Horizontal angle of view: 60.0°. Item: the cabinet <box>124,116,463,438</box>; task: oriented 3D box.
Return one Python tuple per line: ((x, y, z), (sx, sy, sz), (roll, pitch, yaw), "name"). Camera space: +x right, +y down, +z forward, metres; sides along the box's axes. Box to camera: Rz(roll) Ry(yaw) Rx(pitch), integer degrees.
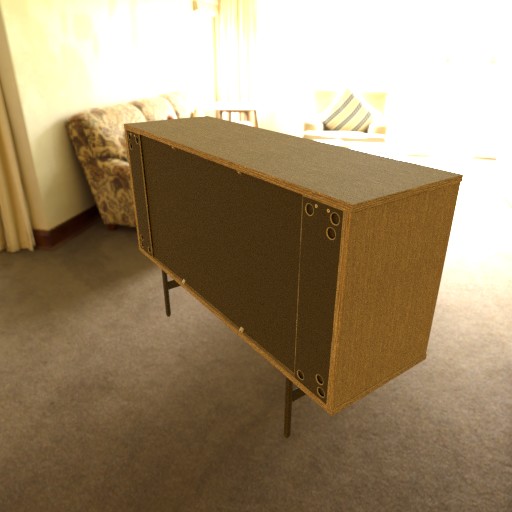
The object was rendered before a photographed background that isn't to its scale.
((0.000, 0.000, 1.555), (0.405, 0.787, 1.194), (-17, 30, -32), "cabinet")
